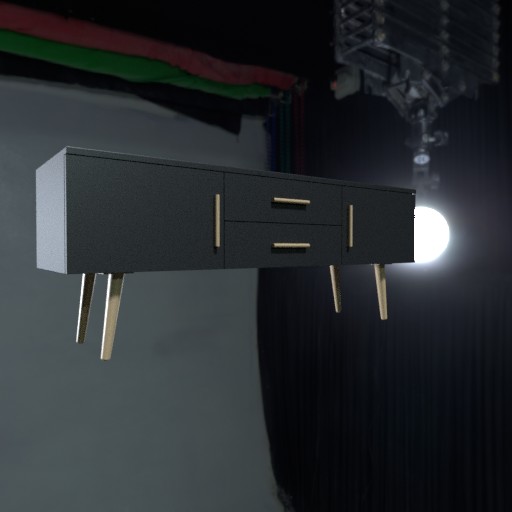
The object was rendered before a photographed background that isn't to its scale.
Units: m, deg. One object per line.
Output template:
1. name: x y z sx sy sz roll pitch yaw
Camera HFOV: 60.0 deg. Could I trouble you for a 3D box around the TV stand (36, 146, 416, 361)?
1. TV stand: 0.000 0.000 1.531 1.312 0.518 0.390 -1 1 -36
